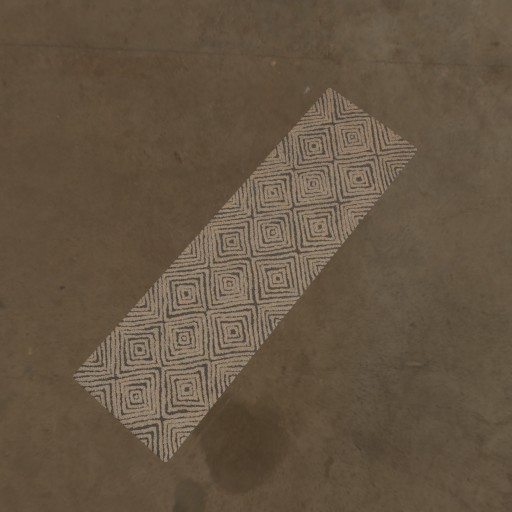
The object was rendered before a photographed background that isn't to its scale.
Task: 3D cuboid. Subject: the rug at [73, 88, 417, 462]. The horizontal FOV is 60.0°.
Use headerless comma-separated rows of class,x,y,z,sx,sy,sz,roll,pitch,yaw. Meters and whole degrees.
rug,0.000,0.000,2.530,0.676,0.008,2.277,39,79,9
